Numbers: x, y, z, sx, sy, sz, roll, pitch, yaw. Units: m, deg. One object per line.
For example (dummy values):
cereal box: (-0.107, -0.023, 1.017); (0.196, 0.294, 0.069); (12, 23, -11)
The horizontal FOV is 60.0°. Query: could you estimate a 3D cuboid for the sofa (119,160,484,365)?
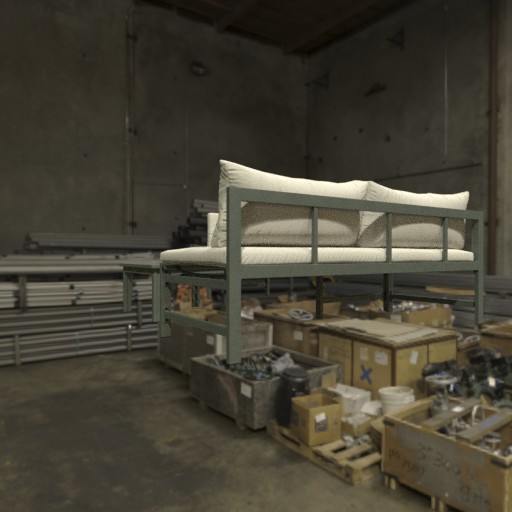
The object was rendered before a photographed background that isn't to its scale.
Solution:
sofa: (0.000, 0.000, 2.884); (1.658, 0.758, 2.096); (0, 0, -34)
